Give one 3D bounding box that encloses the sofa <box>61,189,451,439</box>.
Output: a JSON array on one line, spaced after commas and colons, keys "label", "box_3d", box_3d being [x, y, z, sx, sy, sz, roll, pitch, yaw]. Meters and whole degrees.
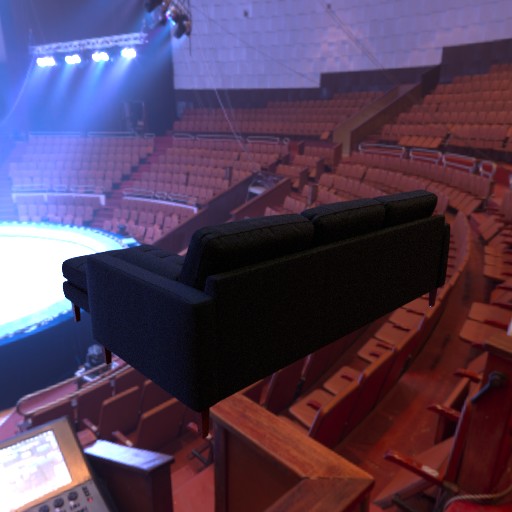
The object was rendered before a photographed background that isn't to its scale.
[{"label": "sofa", "box_3d": [0.000, 0.000, 2.887, 2.185, 0.841, 1.613, -14, 21, -42]}]
